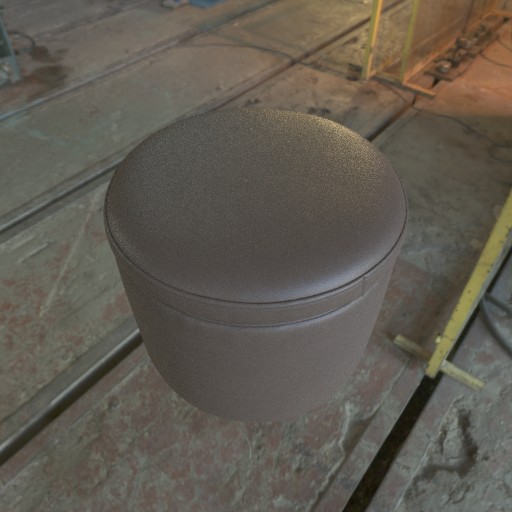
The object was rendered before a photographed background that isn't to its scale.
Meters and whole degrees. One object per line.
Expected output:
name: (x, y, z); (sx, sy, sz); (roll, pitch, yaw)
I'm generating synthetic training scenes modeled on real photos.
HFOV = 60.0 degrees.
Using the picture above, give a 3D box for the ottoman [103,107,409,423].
ottoman: (0.000, 0.000, 0.857); (0.500, 0.409, 0.500); (0, 47, 0)
